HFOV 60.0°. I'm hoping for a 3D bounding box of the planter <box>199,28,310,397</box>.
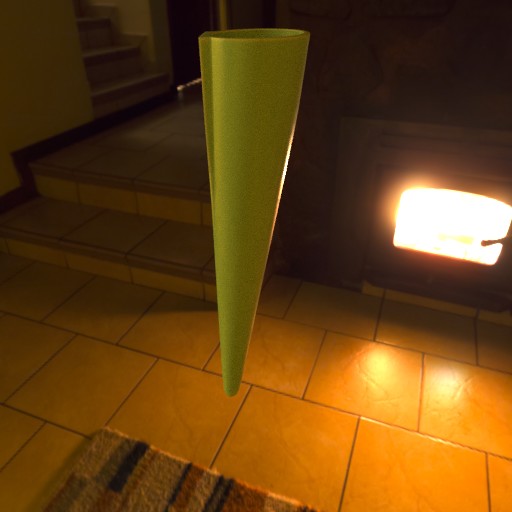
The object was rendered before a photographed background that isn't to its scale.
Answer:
[{"bbox_3d":[0.000,0.000,0.296,0.055,0.268,0.054,0,32,1],"label":"planter"}]
